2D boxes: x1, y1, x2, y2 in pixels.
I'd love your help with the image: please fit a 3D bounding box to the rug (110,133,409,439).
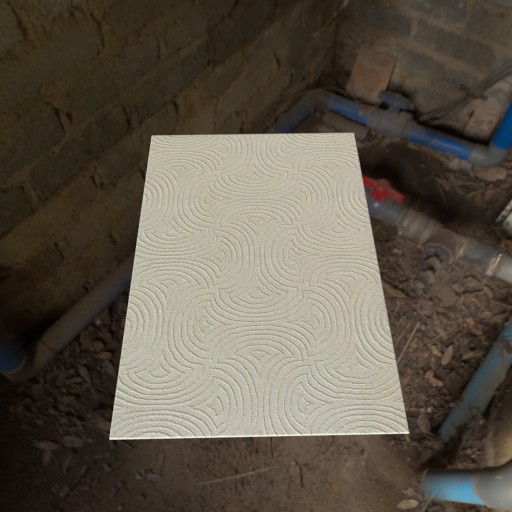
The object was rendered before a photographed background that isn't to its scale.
[{"bbox_3d":[0.000,0.000,2.796,1.526,0.015,2.132,-1,59,-1],"label":"rug"}]
